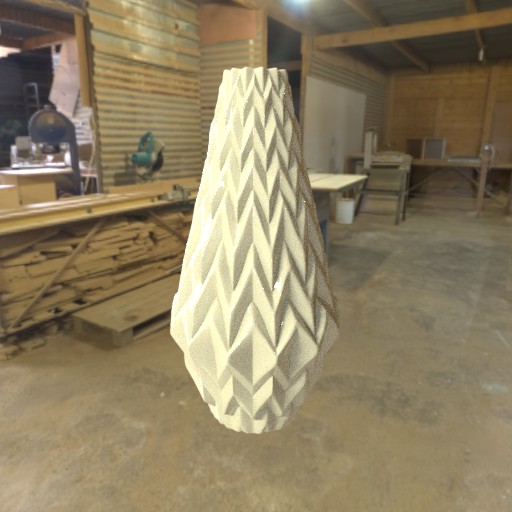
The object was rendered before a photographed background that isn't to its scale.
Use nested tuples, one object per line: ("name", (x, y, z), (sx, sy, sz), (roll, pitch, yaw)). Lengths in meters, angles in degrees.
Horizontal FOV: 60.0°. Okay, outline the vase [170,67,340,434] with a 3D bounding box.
("vase", (0.000, 0.000, 0.423), (0.167, 0.328, 0.167), (0, 15, 0))
